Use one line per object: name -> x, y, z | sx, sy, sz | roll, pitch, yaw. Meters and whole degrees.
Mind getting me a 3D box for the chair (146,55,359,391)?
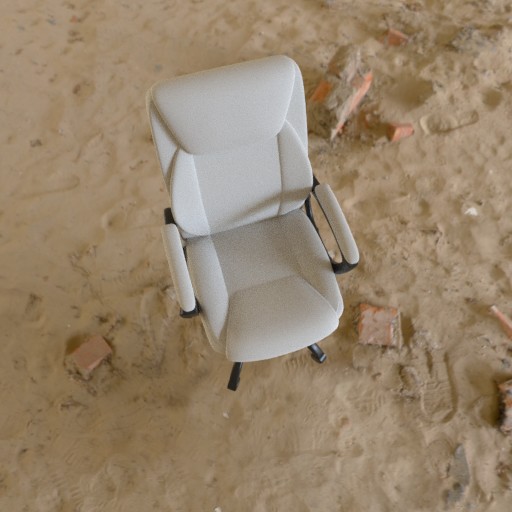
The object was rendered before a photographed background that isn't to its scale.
chair -> 0.000, 0.000, 1.495 | 0.663, 1.065, 0.669 | -16, 65, -7
